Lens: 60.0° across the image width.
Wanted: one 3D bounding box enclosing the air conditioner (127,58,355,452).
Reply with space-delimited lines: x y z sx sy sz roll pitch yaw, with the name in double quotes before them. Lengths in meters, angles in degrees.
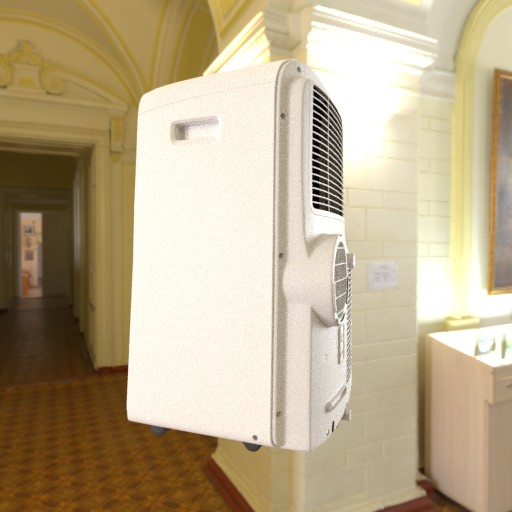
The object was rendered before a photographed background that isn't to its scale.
"air conditioner" 0.000 0.000 1.064 0.467 0.765 0.478 0 1 20
